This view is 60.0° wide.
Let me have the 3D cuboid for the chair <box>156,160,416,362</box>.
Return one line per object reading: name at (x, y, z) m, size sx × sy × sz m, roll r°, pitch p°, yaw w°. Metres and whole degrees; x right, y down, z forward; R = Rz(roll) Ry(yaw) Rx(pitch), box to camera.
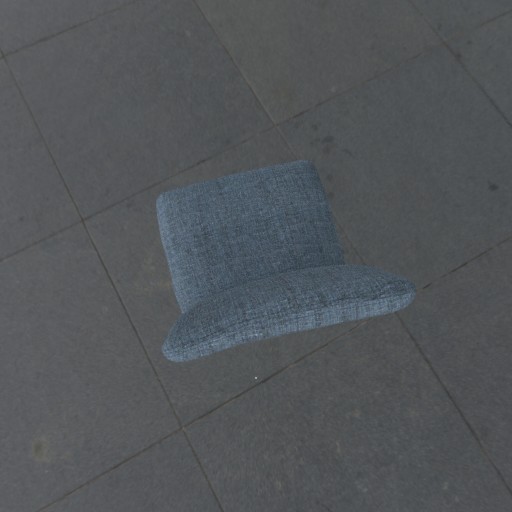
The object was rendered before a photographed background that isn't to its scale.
chair at (0.000, 0.000, 1.288) m, size 0.522 × 0.974 × 0.563 m, roll -14°, pitch 75°, yaw -4°
